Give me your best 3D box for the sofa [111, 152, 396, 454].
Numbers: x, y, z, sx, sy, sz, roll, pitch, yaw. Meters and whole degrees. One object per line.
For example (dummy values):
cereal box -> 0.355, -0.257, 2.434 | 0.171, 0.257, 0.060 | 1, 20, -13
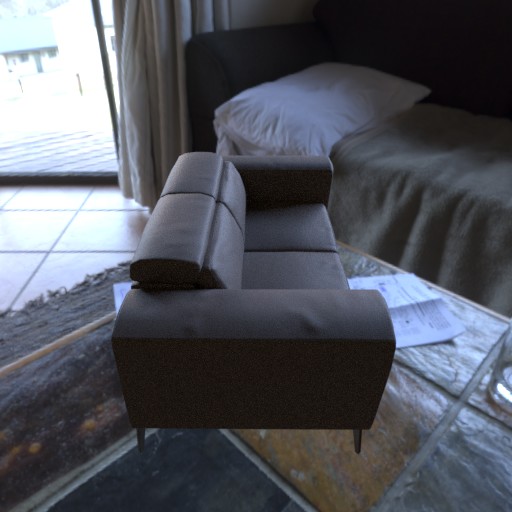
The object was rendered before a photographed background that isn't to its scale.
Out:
sofa -> 0.000, 0.000, 2.413 | 1.003, 0.779, 1.895 | 0, 32, 0
